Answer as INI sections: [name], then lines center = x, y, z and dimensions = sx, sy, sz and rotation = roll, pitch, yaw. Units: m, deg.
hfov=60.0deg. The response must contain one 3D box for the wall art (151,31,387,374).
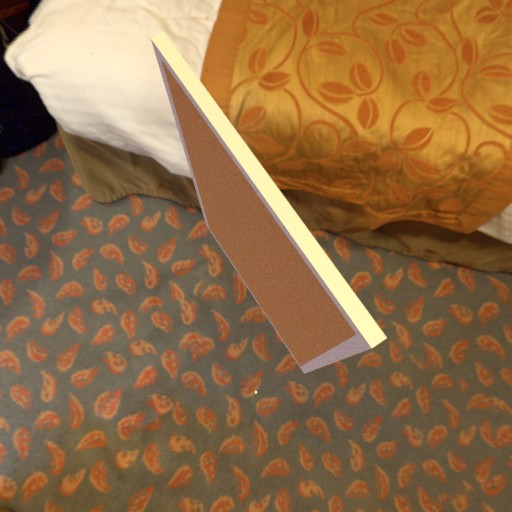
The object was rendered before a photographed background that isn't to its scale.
[wall art]
center = 0.000, 0.000, 0.540
dimensions = 0.013, 0.433, 0.303
rotation = -32, 76, -9
